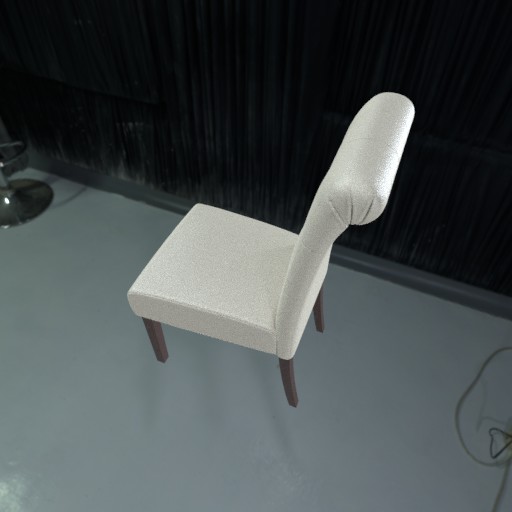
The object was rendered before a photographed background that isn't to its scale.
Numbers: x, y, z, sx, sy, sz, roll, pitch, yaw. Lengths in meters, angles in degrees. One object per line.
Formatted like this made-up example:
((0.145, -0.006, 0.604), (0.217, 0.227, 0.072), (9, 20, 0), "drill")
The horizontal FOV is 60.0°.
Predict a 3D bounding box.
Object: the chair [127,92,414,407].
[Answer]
((0.000, 0.000, 1.353), (0.671, 1.006, 0.456), (16, 48, 15), "chair")
